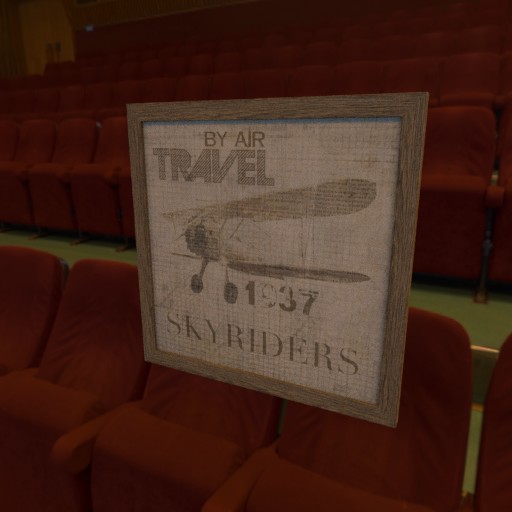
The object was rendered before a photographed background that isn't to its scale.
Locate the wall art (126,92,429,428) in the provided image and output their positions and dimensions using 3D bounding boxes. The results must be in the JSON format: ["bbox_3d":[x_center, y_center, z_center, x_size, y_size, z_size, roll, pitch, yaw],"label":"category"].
[{"bbox_3d":[0.000,0.000,0.760,0.508,0.508,0.019,7,17,25],"label":"wall art"}]
